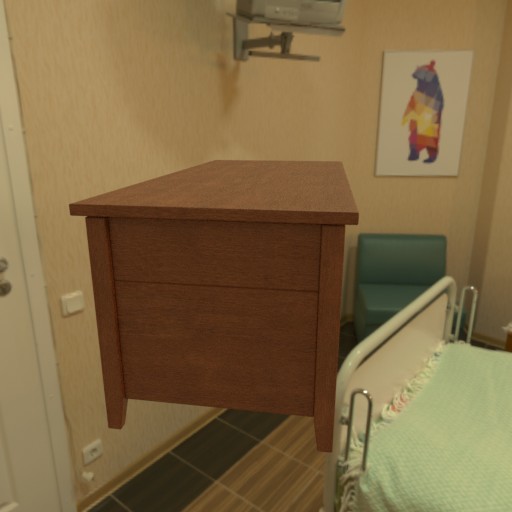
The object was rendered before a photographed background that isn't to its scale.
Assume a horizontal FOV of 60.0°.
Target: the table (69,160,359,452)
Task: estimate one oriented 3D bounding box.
[{"bbox_3d":[0.000,0.000,1.261,0.483,0.457,1.016,3,17,9],"label":"table"}]
